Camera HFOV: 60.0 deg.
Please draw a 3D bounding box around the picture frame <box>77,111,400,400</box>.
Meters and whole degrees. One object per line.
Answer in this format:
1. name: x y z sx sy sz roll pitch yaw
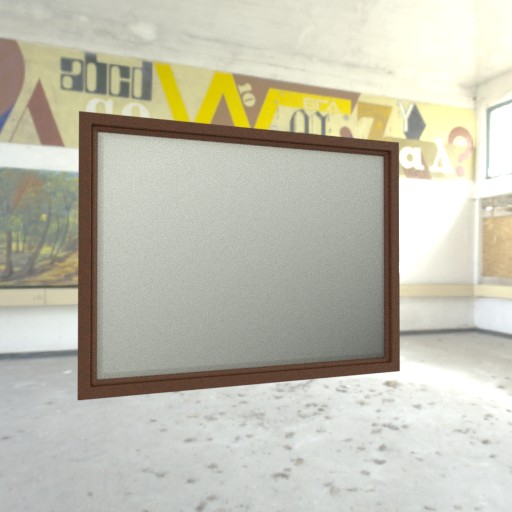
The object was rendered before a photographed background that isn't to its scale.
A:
1. picture frame: 0.000 0.000 1.784 1.329 1.018 0.045 0 -1 -18
